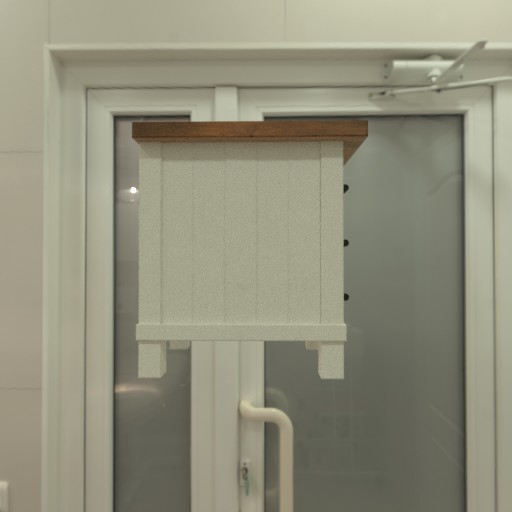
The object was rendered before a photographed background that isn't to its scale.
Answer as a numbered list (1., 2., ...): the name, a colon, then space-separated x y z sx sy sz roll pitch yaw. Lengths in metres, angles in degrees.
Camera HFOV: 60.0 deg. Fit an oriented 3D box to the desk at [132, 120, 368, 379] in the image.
1. desk: 0.000 0.000 2.189 0.688 0.760 1.803 0 -1 1
